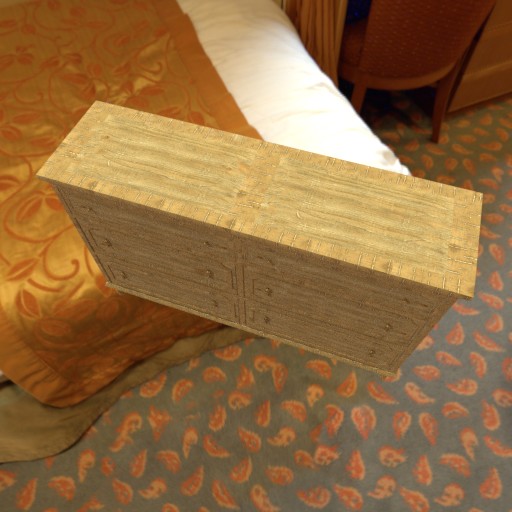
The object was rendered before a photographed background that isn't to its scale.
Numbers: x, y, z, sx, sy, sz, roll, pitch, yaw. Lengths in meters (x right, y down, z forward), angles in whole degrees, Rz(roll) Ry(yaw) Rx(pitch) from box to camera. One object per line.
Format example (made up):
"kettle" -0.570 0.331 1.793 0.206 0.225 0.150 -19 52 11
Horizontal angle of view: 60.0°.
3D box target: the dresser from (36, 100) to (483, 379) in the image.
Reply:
"dresser" 0.000 0.000 2.100 1.626 1.016 0.457 16 59 10
